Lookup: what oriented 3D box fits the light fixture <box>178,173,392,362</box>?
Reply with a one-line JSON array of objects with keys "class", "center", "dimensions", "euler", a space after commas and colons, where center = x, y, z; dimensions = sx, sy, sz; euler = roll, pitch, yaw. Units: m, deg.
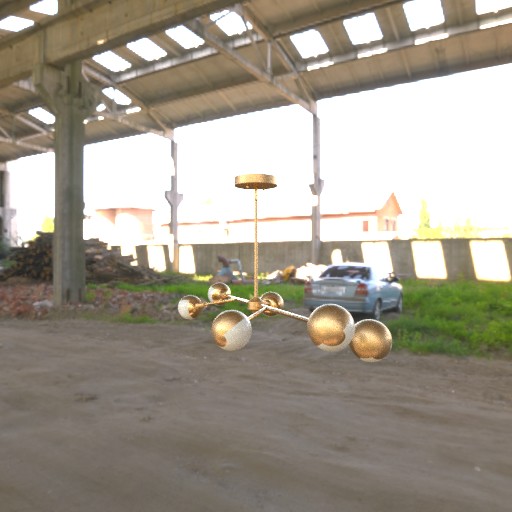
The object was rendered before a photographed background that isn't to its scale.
[{"class": "light fixture", "center": [0.000, 0.000, 1.020], "dimensions": [0.434, 0.362, 0.778], "euler": [0, -1, -2]}]
